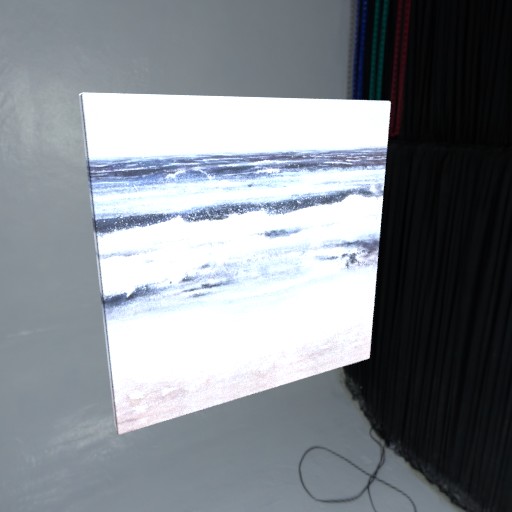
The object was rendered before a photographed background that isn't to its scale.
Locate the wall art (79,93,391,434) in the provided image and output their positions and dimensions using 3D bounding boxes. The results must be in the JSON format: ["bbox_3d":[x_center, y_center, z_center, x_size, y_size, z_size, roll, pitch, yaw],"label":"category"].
[{"bbox_3d":[0.000,0.000,1.112,0.755,0.747,0.065,-9,19,-26],"label":"wall art"}]
